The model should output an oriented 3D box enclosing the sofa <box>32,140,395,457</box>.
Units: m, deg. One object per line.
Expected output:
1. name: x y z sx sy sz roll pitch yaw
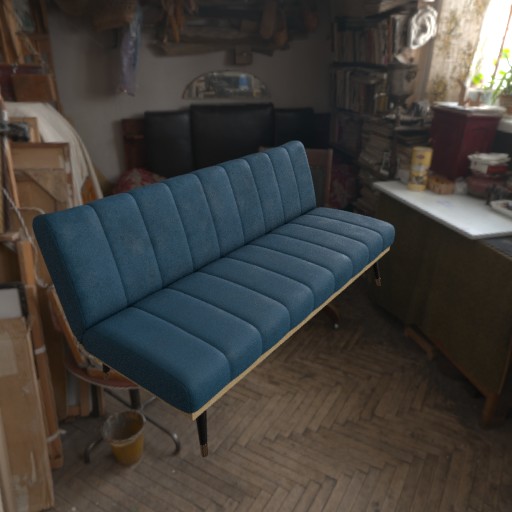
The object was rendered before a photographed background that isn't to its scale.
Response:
1. sofa: 0.000 0.000 2.295 0.830 0.825 1.810 18 31 33
